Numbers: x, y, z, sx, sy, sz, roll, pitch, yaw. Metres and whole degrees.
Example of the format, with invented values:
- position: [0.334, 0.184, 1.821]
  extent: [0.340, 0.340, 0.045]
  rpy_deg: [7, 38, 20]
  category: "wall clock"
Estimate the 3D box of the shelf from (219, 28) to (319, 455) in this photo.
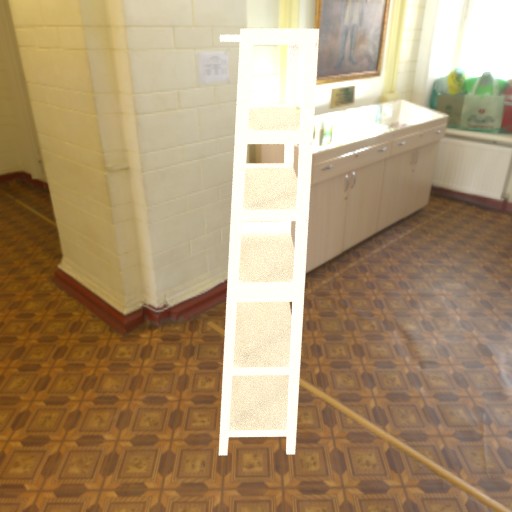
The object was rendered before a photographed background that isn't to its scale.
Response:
- position: [0.000, 0.000, 2.080]
  extent: [0.381, 1.892, 0.660]
  rpy_deg: [0, 27, -1]
  category: "shelf"
